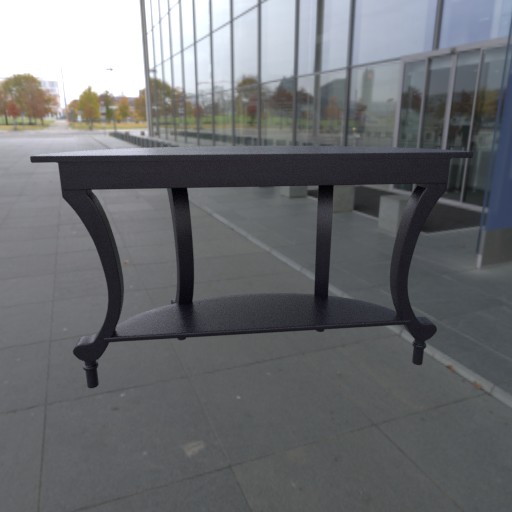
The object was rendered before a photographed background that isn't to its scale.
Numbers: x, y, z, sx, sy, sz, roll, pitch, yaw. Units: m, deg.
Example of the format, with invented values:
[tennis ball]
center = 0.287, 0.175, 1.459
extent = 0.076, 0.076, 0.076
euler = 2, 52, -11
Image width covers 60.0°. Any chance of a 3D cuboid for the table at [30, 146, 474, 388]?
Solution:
[table]
center = 0.000, 0.000, 1.476
extent = 1.198, 0.692, 0.394
euler = -2, 17, -7
